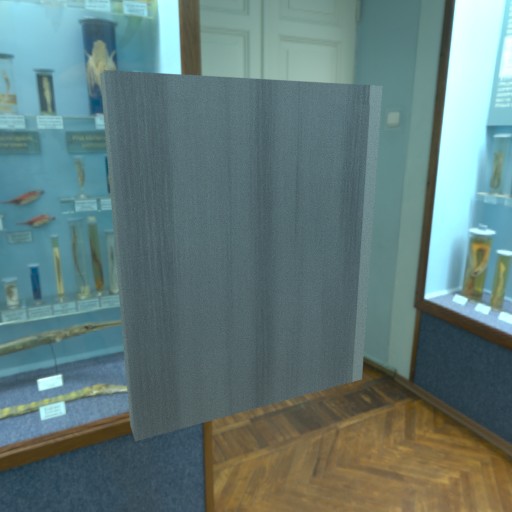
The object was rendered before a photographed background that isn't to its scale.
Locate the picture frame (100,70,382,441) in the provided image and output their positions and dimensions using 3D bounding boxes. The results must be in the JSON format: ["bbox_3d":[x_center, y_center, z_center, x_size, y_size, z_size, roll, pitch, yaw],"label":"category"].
[{"bbox_3d":[0.000,0.000,0.750,0.449,0.555,0.046,-7,17,-24],"label":"picture frame"}]
